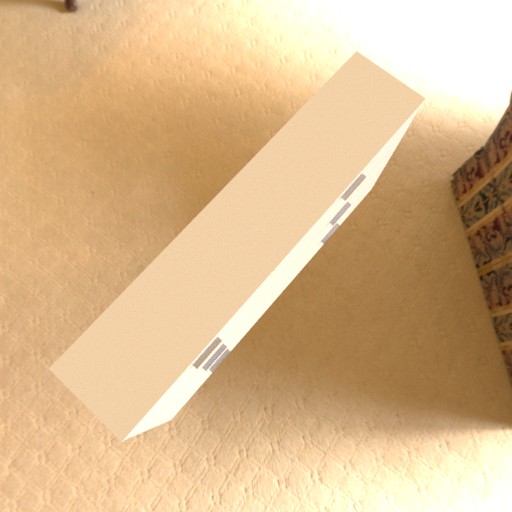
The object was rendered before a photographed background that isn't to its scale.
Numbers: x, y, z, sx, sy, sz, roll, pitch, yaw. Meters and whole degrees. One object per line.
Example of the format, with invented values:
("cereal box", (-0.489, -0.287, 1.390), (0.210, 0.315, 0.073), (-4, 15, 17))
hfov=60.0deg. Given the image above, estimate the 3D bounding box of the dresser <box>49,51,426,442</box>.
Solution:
("dresser", (0.000, 0.000, 1.856), (0.333, 0.790, 1.535), (40, 78, 10))
